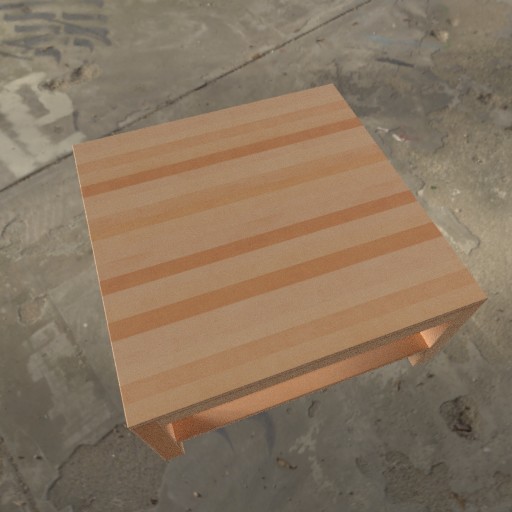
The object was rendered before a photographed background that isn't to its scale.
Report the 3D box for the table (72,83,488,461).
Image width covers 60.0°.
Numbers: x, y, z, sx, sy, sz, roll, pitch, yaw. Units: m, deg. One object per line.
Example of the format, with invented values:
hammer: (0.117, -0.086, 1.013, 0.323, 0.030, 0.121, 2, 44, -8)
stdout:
table: (0.000, 0.000, 1.433, 0.900, 0.450, 0.900, -17, 59, -11)
